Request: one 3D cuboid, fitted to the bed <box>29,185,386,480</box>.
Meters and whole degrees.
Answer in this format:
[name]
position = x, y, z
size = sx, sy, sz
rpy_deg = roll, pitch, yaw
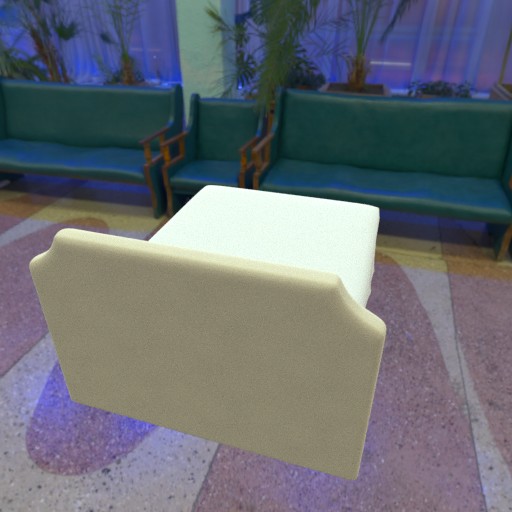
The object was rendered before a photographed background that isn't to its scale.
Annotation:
[bed]
position = 0.000, 0.000, 3.176
size = 1.827, 1.296, 2.209
rpy_deg = 9, 33, 15
